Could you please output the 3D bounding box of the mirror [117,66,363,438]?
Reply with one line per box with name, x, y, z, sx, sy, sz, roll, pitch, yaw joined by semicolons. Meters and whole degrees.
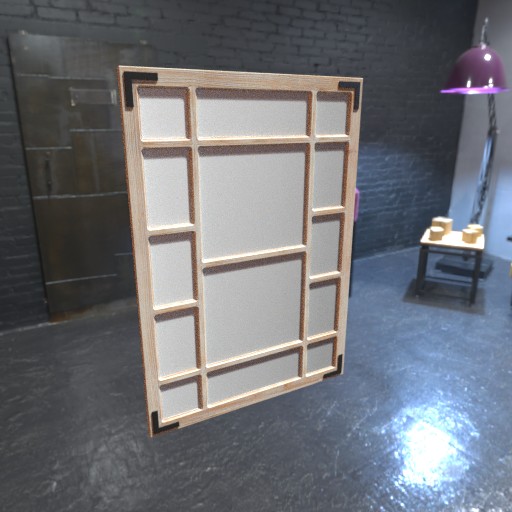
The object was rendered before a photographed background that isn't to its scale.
mirror;0.000;0.000;1.301;0.705;0.996;0.025;-9;20;-27
